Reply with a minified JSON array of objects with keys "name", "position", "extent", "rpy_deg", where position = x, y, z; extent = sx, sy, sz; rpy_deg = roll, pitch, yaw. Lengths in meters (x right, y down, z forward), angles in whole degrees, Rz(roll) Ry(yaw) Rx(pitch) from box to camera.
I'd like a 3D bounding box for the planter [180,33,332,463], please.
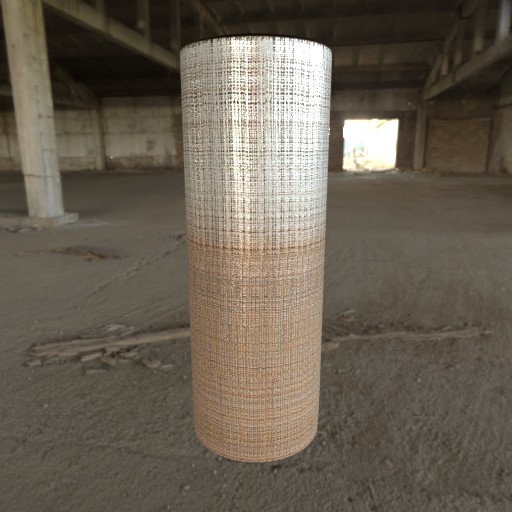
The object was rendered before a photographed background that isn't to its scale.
[{"name":"planter","position":[0.000,0.000,0.325],"extent":[0.099,0.278,0.099],"rpy_deg":[2,14,10]}]
